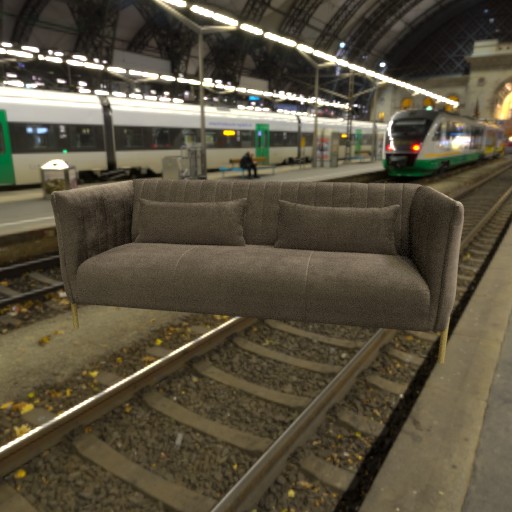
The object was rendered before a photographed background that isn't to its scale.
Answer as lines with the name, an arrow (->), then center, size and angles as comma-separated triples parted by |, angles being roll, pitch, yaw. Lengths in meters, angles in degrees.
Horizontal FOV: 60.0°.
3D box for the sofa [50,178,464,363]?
sofa -> 0.000, 0.000, 2.495 | 1.980, 0.780, 0.876 | 3, 15, 11
